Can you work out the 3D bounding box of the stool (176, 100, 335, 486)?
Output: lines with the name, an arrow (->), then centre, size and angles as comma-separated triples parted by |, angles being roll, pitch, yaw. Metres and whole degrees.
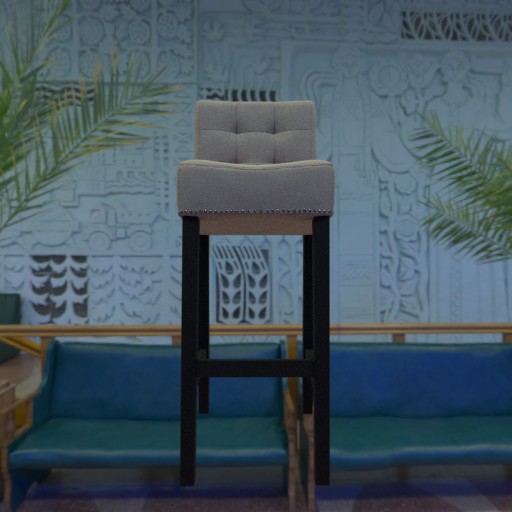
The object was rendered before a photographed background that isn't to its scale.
stool -> 0.000, 0.000, 1.278 | 0.411, 1.047, 0.548 | 0, 0, 0
